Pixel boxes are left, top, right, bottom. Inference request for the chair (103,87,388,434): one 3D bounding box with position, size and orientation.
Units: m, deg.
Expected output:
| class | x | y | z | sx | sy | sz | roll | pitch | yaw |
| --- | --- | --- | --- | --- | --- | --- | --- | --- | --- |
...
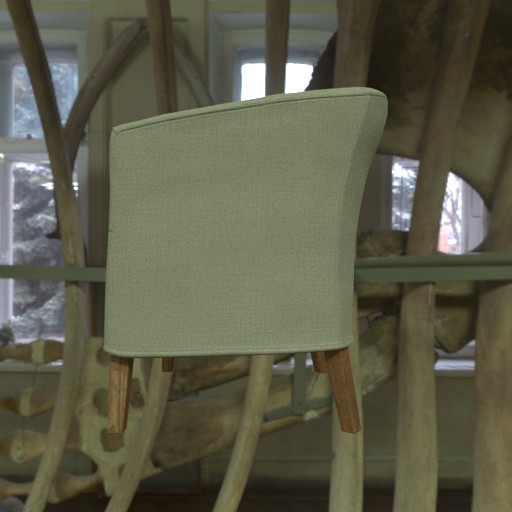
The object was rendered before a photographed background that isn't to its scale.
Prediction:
| class | x | y | z | sx | sy | sz | roll | pitch | yaw |
| --- | --- | --- | --- | --- | --- | --- | --- | --- | --- |
| chair | 0.000 | 0.000 | 1.230 | 0.668 | 0.771 | 0.600 | 0 | 0 | 1 |
